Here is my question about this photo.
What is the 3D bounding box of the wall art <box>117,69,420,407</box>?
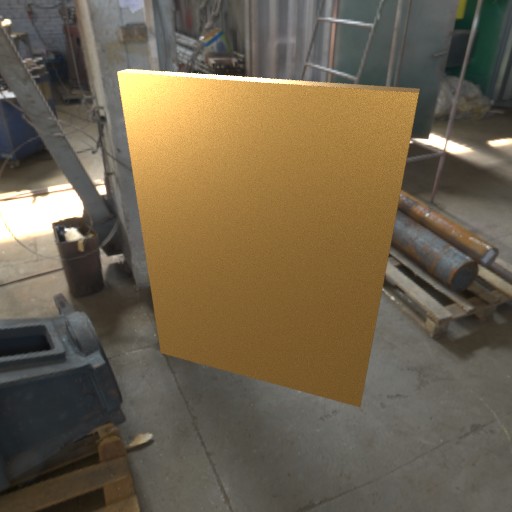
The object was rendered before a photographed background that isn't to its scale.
[{"bbox_3d":[0.000,0.000,1.080,0.610,0.812,0.038,11,34,17],"label":"wall art"}]
